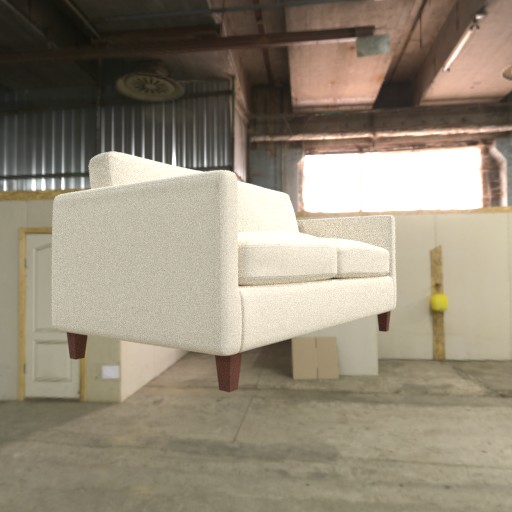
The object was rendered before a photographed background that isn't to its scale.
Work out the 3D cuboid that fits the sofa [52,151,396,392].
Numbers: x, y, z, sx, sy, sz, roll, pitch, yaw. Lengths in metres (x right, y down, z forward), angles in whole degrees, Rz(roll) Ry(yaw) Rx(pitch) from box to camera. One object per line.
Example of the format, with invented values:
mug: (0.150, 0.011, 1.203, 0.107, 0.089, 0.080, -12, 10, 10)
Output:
sofa: (0.000, 0.000, 2.281, 0.964, 0.888, 1.702, -1, -1, 35)
